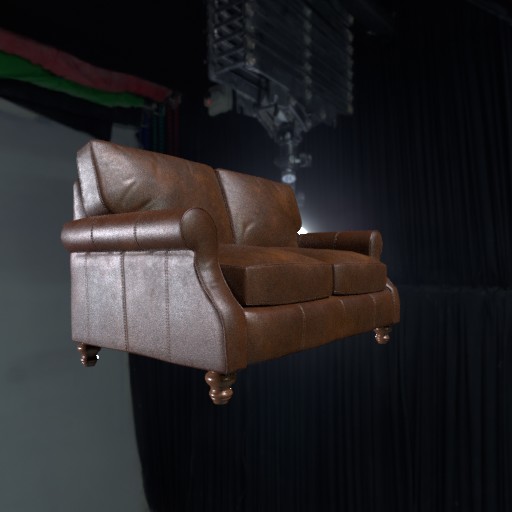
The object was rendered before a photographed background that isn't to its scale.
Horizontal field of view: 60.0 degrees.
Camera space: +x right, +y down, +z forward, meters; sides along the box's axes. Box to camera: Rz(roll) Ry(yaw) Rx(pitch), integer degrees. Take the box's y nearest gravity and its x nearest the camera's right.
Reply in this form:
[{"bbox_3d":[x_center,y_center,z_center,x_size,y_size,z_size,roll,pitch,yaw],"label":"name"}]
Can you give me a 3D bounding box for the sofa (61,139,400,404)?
[{"bbox_3d":[0.000,0.000,2.219,0.990,0.976,1.616,0,-1,38],"label":"sofa"}]
